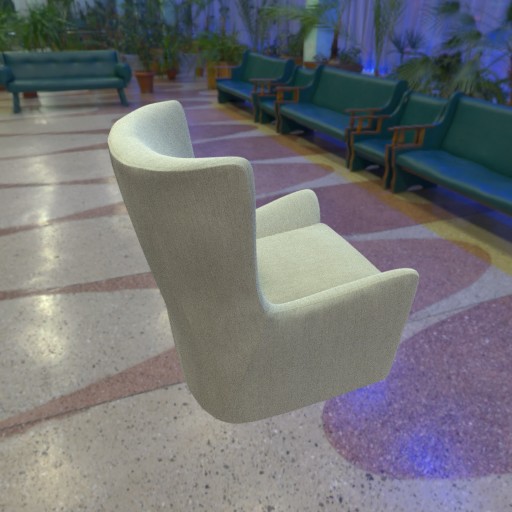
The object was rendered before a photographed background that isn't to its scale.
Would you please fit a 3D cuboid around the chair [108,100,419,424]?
[{"bbox_3d":[0.000,0.000,1.635,0.904,1.000,0.779,-10,31,-17],"label":"chair"}]
